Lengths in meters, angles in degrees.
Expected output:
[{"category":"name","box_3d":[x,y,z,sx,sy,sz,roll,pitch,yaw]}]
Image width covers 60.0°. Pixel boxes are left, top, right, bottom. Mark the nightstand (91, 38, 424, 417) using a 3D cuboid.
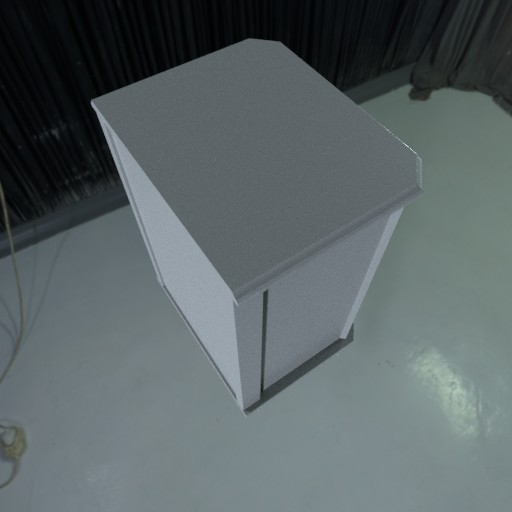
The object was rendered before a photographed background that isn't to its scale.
[{"category":"nightstand","box_3d":[0.000,0.000,0.943,0.348,0.680,0.435,-30,62,-18]}]
